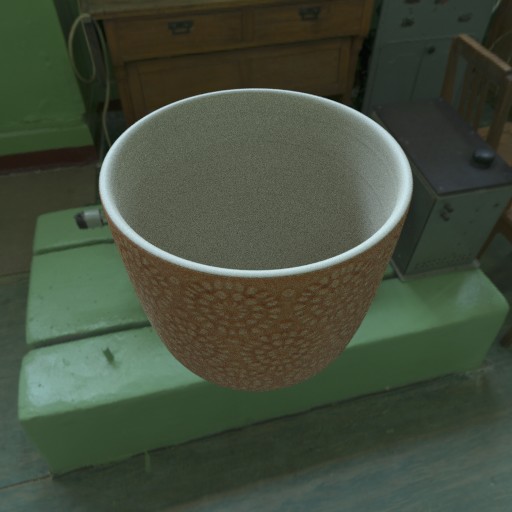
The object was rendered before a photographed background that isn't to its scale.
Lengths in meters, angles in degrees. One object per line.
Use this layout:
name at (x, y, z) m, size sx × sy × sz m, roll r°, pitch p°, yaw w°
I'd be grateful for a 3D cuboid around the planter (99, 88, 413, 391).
planter at (0.000, 0.000, 0.369) m, size 0.208 × 0.190 × 0.208 m, roll 0°, pitch 47°, yaw 0°
